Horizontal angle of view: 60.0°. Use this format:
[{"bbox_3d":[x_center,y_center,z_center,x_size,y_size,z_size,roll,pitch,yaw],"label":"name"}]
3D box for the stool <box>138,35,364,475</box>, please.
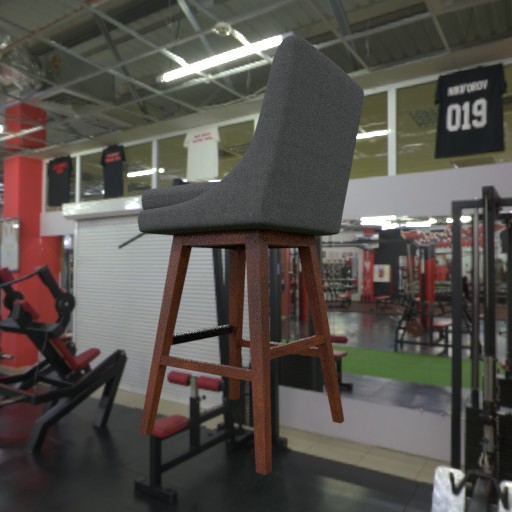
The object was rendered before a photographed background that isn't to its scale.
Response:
[{"bbox_3d":[0.000,0.000,1.260,0.524,0.977,0.447,-1,-2,35],"label":"stool"}]
